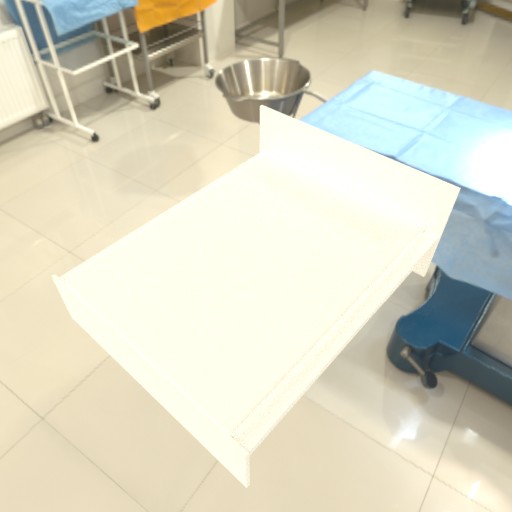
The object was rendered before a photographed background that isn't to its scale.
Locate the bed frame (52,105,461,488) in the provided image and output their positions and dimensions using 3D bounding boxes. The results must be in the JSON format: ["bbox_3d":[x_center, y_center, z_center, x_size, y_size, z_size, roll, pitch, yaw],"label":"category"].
[{"bbox_3d":[0.000,0.000,2.871,1.622,0.800,1.960,32,54,28],"label":"bed frame"}]
